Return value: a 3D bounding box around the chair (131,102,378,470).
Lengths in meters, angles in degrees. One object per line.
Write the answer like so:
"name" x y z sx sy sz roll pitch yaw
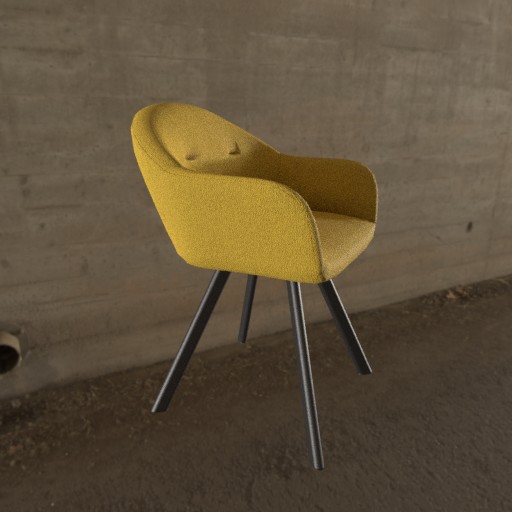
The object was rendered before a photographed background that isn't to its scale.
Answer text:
"chair" 0.000 0.000 1.170 0.565 0.775 0.545 9 19 26
